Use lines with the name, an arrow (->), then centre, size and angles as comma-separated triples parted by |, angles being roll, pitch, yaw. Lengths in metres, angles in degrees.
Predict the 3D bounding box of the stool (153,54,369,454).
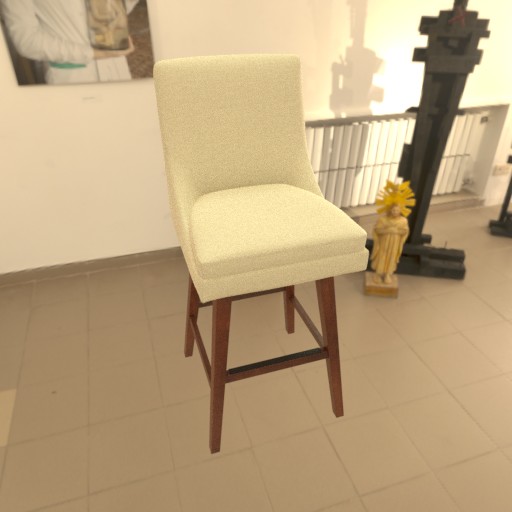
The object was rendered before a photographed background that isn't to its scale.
stool -> 0.000, 0.000, 1.393 | 0.470, 1.097, 0.559 | -10, 33, -15
